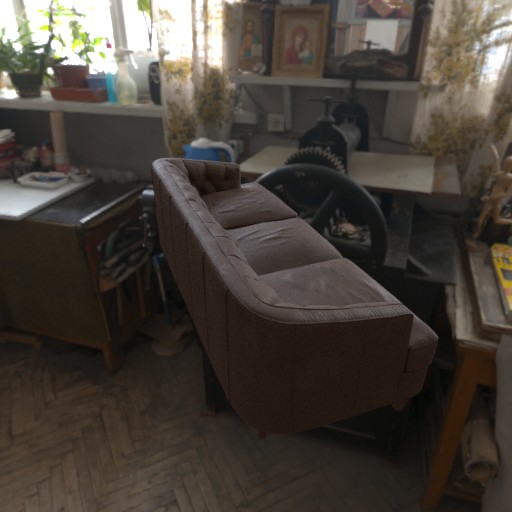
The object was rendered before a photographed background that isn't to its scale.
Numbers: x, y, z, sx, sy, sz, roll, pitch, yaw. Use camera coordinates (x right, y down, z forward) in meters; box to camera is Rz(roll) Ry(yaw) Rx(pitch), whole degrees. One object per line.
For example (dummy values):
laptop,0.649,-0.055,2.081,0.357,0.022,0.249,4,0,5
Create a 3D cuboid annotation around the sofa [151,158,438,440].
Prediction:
sofa,0.000,0.000,2.704,0.927,0.787,2.227,-11,30,-19
